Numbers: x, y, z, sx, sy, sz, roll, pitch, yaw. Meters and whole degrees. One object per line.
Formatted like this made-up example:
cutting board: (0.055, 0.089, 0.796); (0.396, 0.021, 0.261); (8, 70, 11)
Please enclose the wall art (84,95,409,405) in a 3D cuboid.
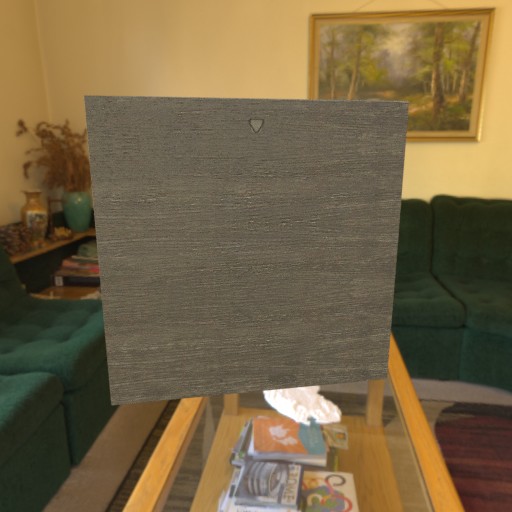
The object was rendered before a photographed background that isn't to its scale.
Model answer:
wall art: (0.000, 0.000, 0.685); (0.462, 0.459, 0.027); (-3, 14, -10)
